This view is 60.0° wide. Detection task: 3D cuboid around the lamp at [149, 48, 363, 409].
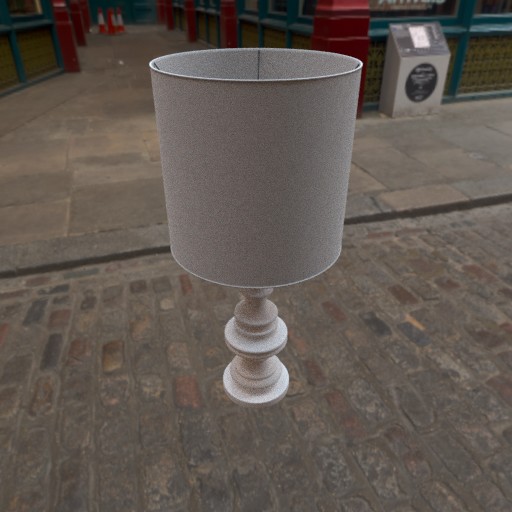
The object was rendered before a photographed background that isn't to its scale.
[{"bbox_3d":[0.000,0.000,0.560,0.208,0.455,0.208,-10,33,-15],"label":"lamp"}]
